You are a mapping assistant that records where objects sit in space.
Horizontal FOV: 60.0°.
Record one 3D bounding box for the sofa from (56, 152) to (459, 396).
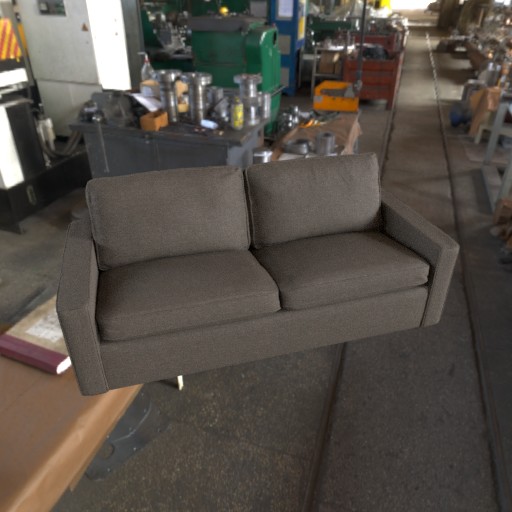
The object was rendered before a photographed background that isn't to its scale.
[{"bbox_3d":[0.000,0.000,2.581,2.080,0.919,0.940,-8,33,-13],"label":"sofa"}]
